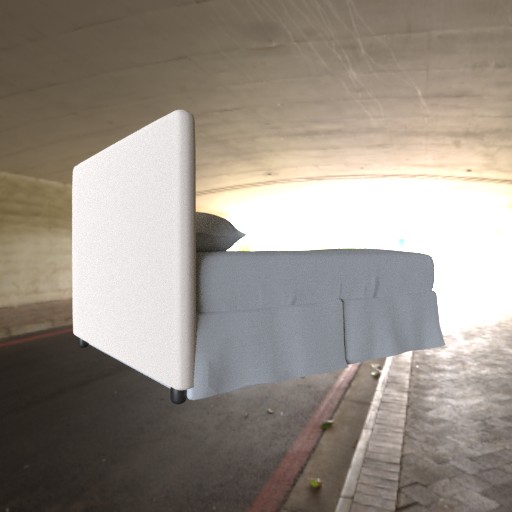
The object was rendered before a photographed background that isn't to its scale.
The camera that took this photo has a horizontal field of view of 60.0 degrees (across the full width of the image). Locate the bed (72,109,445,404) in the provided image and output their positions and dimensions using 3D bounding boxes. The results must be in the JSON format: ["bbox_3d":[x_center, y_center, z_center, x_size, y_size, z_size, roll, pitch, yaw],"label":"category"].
[{"bbox_3d":[0.000,0.000,3.219,2.142,1.330,1.748,0,1,-37],"label":"bed"}]
